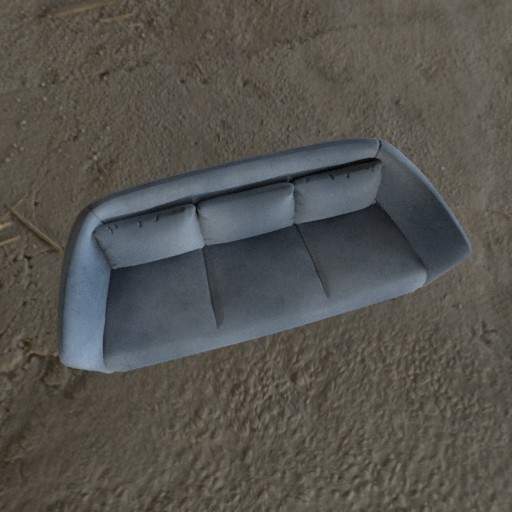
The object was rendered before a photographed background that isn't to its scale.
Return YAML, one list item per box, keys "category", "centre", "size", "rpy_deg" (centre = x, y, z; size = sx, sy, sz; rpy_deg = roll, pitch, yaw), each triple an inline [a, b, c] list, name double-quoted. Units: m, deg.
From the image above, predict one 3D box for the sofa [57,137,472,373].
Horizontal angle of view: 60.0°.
- category: "sofa"
  centre: [0.000, 0.000, 2.558]
  size: [2.095, 0.795, 0.849]
  rpy_deg: [-14, 64, -7]
